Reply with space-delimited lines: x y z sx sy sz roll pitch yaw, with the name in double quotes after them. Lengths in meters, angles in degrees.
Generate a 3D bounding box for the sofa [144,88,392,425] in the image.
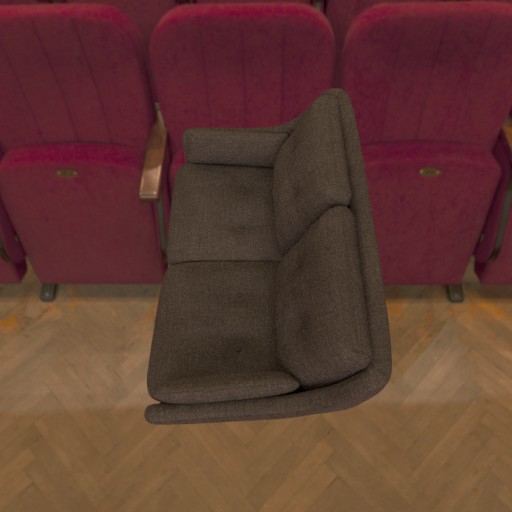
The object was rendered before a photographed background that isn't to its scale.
0.000 0.000 2.229 0.976 0.887 1.646 0 58 0 "sofa"
